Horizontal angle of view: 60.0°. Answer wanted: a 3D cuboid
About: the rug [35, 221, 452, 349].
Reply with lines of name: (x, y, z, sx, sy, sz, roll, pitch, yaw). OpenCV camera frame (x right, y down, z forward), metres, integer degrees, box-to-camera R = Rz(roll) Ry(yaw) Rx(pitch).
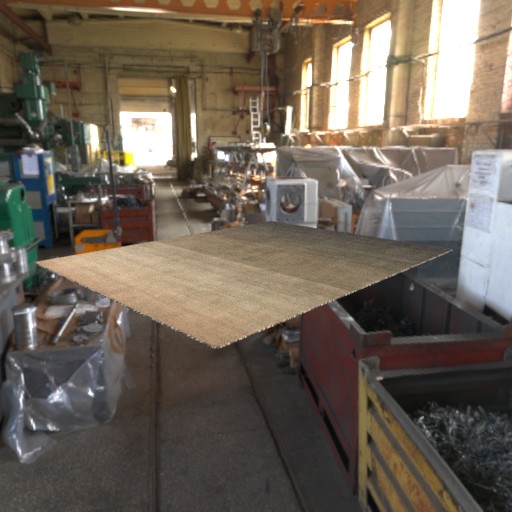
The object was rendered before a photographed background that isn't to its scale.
rug: (0.000, 0.000, 3.893, 2.306, 0.017, 2.902, 13, 19, 43)
